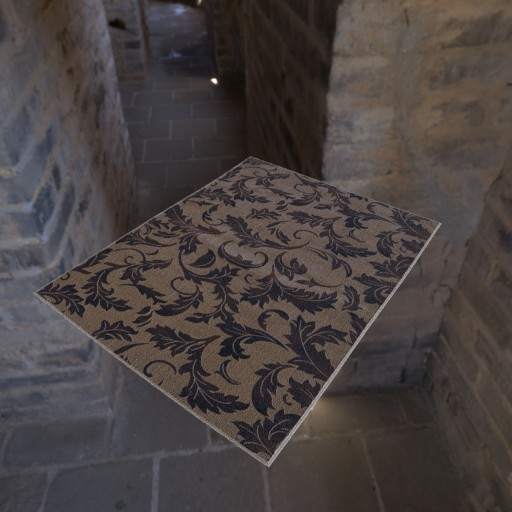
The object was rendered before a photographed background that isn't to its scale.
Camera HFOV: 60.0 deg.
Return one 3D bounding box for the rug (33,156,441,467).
[{"bbox_3d":[0.000,0.000,3.993,2.380,0.008,2.977,25,46,27],"label":"rug"}]
